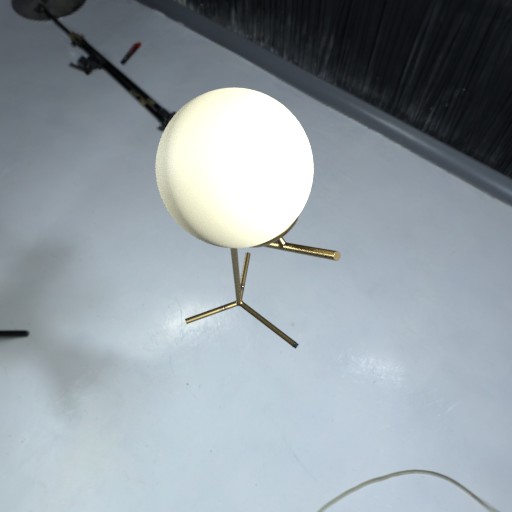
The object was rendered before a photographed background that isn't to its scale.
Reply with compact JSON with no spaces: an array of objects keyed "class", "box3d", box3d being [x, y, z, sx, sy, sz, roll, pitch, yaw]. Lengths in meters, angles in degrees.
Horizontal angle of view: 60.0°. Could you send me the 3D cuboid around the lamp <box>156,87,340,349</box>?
[{"class":"lamp","box3d":[0.000,0.000,0.684,0.251,0.552,0.210,36,68,17]}]
